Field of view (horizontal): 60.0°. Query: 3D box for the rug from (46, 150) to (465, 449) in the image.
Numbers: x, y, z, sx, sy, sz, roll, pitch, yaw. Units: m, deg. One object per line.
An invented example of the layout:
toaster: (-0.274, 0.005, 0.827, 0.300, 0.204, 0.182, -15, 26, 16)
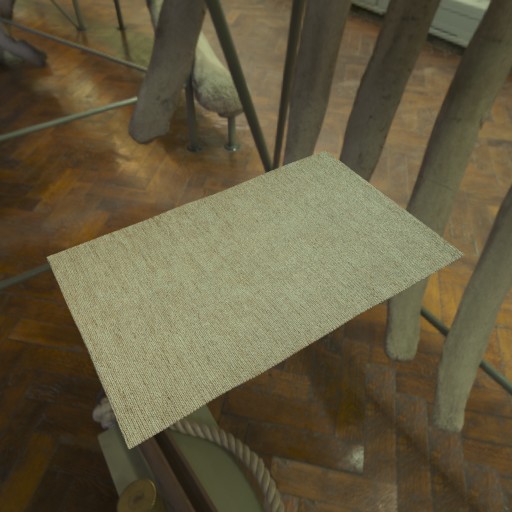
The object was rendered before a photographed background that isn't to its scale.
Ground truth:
rug: (0.000, 0.000, 3.044, 2.439, 0.011, 1.533, -25, 51, -22)
